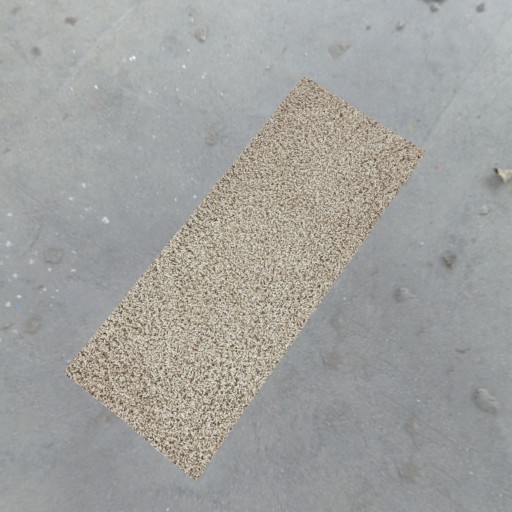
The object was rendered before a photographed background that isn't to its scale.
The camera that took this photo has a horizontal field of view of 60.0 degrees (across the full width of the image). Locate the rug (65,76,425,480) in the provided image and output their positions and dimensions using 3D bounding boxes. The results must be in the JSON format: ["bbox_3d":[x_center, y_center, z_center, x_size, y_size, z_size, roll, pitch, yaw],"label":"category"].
[{"bbox_3d":[0.000,0.000,1.708,0.609,0.030,1.524,35,79,8],"label":"rug"}]
